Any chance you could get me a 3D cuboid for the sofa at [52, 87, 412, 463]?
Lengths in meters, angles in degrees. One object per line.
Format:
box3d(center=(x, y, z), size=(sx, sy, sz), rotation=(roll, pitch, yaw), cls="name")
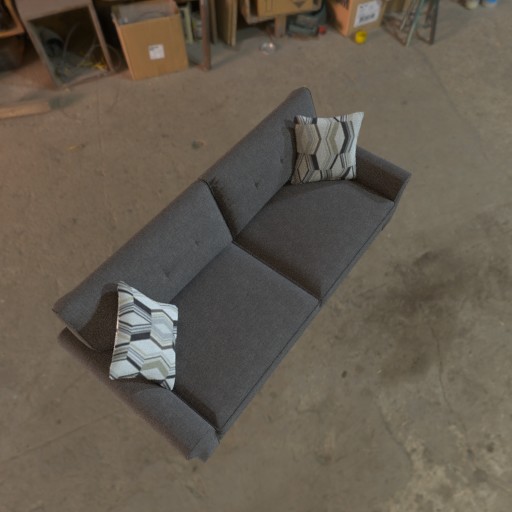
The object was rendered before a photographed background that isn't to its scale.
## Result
box3d(center=(0.000, 0.000, 2.491), size=(0.889, 0.813, 2.032), rotation=(33, 64, 19), cls="sofa")
